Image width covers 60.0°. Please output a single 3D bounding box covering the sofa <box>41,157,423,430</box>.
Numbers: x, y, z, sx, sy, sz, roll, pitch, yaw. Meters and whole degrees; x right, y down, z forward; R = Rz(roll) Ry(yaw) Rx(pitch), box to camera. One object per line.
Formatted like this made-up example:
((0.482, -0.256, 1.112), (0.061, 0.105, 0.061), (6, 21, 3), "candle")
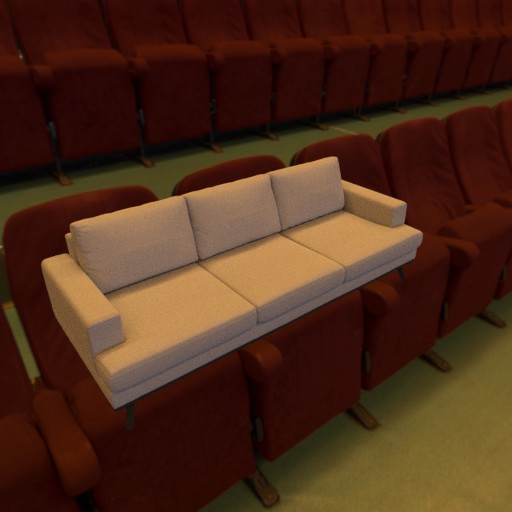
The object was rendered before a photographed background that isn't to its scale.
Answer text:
((0.000, 0.000, 2.813), (2.310, 0.810, 0.920), (-21, 35, -33), "sofa")
